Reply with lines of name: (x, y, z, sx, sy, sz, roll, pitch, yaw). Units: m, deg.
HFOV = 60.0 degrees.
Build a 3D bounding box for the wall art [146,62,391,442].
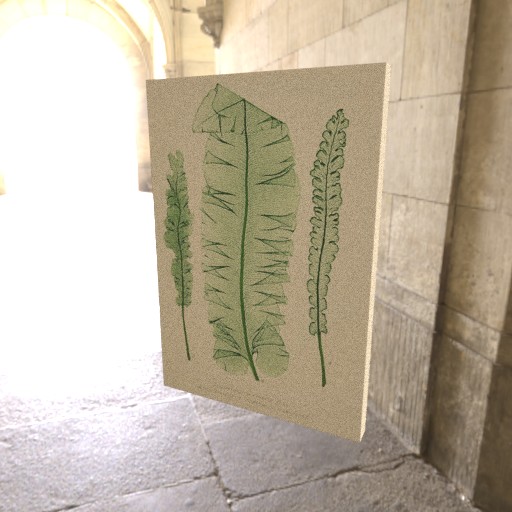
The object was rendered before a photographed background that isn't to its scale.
wall art: (0.000, 0.000, 0.793, 0.418, 0.608, 0.038, 7, 16, 25)
